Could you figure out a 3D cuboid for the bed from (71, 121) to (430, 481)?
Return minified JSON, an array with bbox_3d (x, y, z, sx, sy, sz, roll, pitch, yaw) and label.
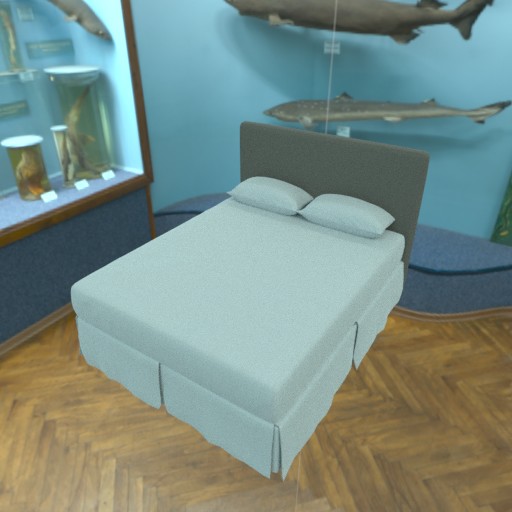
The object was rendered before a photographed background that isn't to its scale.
[{"bbox_3d":[0.000,0.000,3.238,1.748,1.330,2.142,19,35,29],"label":"bed"}]
